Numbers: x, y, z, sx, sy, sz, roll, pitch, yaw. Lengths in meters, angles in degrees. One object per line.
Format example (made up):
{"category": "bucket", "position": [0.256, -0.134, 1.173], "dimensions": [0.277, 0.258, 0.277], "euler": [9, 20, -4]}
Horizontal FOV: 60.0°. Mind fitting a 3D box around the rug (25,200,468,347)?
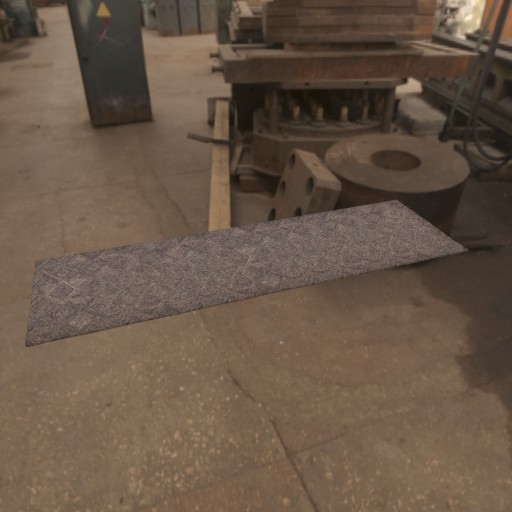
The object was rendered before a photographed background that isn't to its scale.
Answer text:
{"category": "rug", "position": [0.000, 0.000, 2.449], "dimensions": [2.296, 0.011, 0.691], "euler": [-11, 34, -16]}
